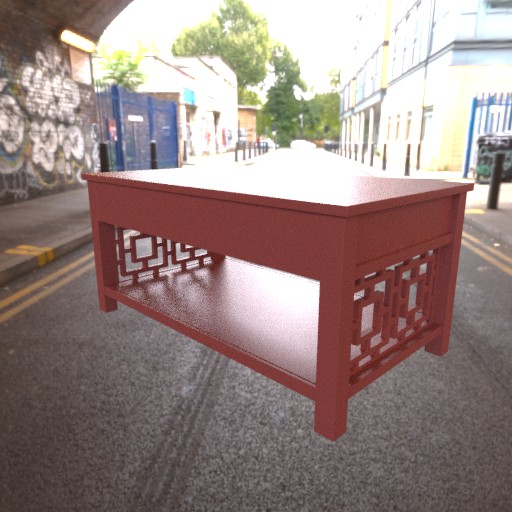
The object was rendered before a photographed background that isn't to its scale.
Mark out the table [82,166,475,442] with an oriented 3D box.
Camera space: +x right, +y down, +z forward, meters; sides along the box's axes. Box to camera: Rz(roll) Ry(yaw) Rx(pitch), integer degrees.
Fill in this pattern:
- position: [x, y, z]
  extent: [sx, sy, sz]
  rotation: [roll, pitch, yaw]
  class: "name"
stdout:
- position: [0.000, 0.000, 1.413]
  extent: [0.612, 0.493, 1.068]
  rotation: [-14, 20, -43]
  class: "table"
